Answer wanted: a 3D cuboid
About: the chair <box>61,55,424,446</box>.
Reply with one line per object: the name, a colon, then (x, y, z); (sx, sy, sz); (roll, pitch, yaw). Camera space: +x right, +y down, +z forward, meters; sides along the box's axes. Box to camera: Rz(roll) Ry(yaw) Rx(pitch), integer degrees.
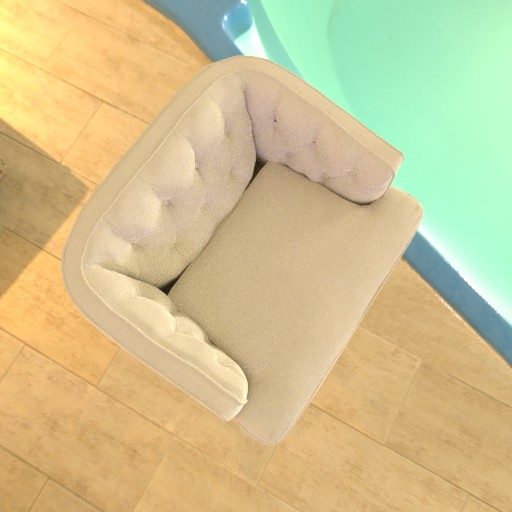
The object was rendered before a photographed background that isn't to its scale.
chair: (0.000, 0.000, 1.729); (0.941, 0.852, 1.104); (34, 78, 8)
